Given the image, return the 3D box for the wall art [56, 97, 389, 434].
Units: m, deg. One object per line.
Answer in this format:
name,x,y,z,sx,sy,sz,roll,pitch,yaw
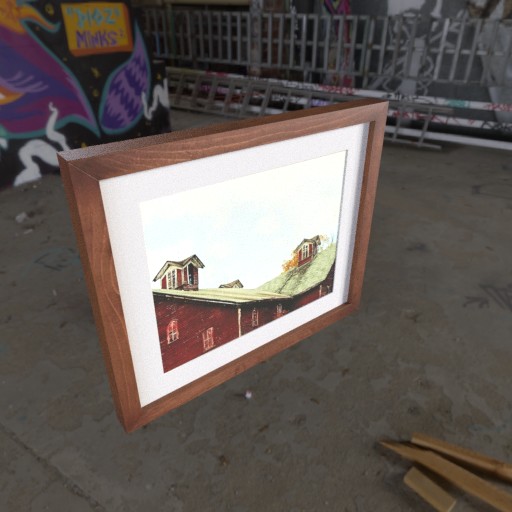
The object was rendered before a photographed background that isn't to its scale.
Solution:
wall art,0.000,0.000,0.551,0.401,0.328,0.030,-21,36,-31
